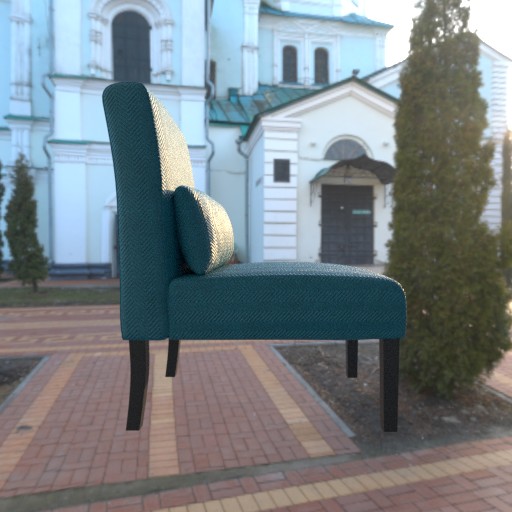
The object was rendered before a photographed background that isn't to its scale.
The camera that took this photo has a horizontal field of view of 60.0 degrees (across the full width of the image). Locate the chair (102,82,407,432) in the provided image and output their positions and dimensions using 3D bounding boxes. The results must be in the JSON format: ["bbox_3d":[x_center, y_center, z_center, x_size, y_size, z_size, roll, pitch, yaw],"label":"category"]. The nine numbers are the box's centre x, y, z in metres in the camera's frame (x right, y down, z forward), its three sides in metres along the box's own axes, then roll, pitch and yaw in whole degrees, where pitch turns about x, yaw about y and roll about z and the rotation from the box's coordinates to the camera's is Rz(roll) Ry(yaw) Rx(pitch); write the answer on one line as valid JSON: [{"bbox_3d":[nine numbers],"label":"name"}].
[{"bbox_3d":[0.000,0.000,1.438,0.808,0.927,0.579,0,1,1],"label":"chair"}]
